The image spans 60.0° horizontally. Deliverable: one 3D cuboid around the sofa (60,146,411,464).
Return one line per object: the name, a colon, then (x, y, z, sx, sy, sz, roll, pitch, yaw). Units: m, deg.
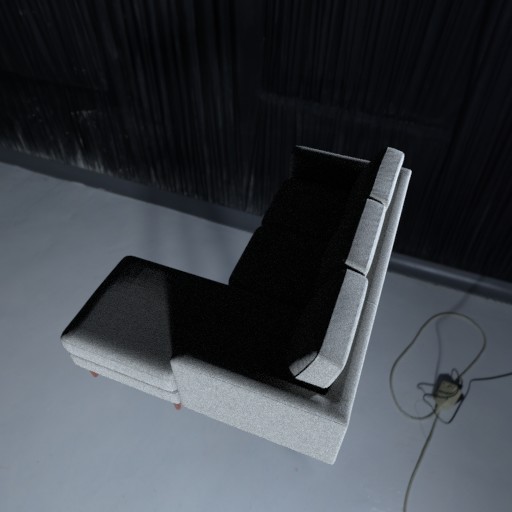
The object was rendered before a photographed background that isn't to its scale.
sofa: (0.000, 0.000, 2.977, 1.667, 0.957, 2.055, 16, 49, 14)
